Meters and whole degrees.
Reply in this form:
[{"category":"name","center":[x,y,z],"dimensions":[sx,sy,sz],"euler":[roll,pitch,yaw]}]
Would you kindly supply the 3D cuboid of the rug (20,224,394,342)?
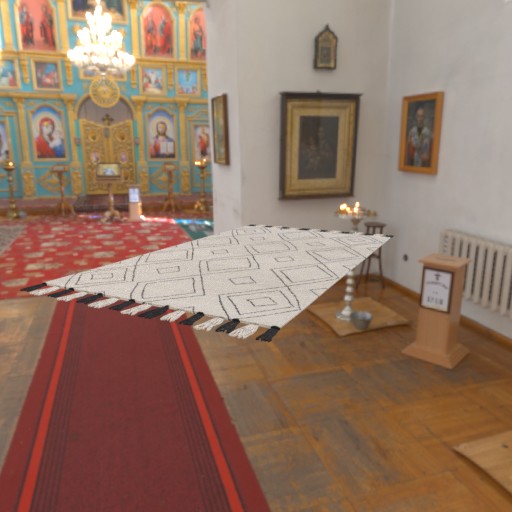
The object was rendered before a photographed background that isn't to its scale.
[{"category":"rug","center":[0.000,0.000,3.268],"dimensions":[1.524,0.021,2.755],"euler":[6,14,27]}]
